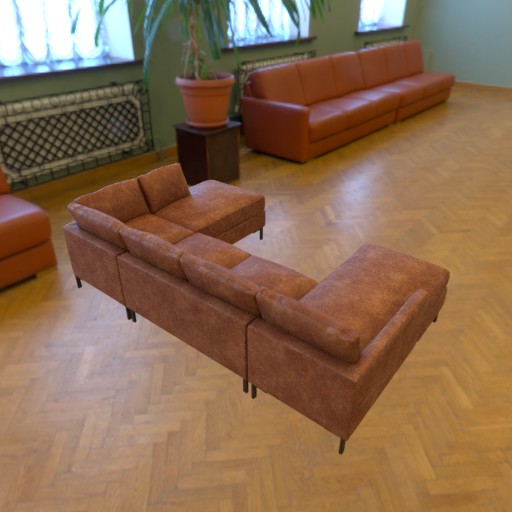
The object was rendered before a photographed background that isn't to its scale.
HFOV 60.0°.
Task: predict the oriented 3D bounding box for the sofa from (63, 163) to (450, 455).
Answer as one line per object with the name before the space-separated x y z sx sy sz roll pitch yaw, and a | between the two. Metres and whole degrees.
sofa | 0.000 0.000 3.899 2.956 0.900 1.939 22 37 32
